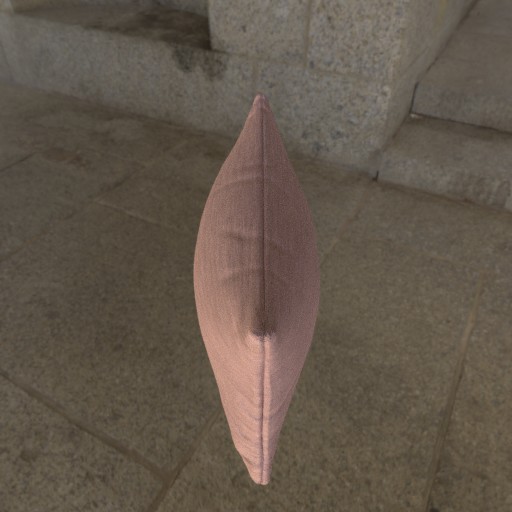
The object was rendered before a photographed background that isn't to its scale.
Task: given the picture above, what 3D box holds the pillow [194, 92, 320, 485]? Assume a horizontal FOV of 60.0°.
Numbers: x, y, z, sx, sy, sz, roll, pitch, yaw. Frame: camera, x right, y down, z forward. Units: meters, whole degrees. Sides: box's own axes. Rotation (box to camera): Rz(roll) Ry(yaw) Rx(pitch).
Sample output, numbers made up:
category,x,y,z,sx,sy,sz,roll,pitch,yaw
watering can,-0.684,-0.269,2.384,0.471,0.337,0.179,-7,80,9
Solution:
category,x,y,z,sx,sy,sz,roll,pitch,yaw
pillow,0.000,0.000,0.770,0.210,0.338,0.633,0,41,0
